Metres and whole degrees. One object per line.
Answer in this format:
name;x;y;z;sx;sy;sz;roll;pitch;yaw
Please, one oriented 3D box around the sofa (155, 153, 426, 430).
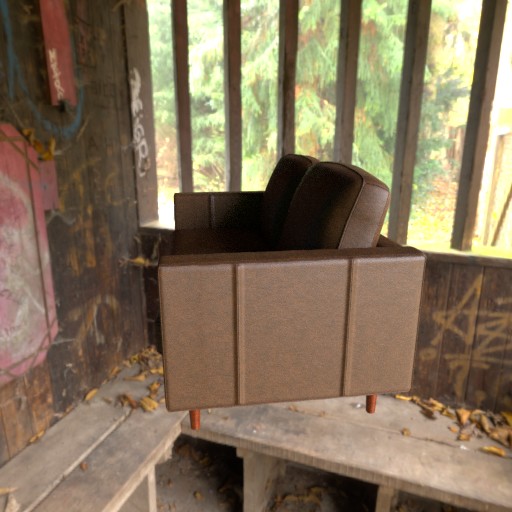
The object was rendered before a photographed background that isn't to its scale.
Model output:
sofa;0.000;0.000;2.197;0.909;0.951;1.578;-2;16;-8
